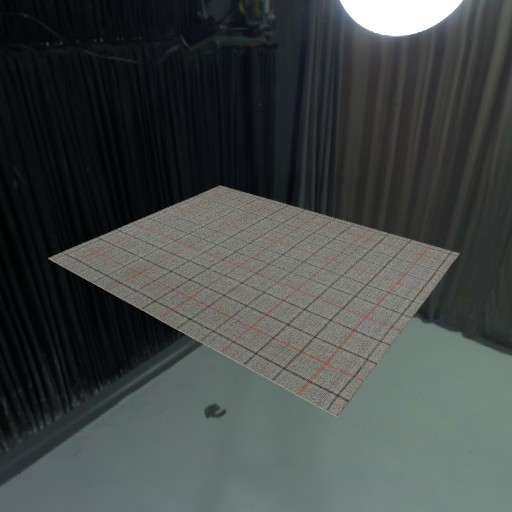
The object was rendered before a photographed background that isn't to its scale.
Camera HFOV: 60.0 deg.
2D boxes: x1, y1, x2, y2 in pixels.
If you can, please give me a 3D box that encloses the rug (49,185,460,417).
[{"bbox_3d":[0.000,0.000,4.202,3.048,0.012,2.444,20,35,32],"label":"rug"}]
